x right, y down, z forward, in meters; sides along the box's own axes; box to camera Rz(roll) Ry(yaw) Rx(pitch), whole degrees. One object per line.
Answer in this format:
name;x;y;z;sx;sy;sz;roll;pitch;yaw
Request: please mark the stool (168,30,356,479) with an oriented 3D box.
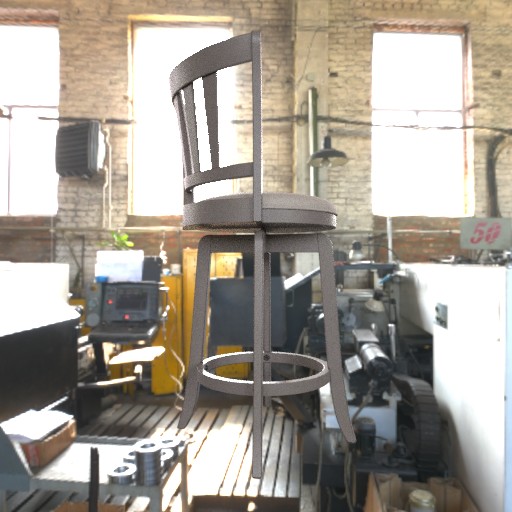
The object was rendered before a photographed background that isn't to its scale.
stool;0.000;0.000;1.259;0.475;1.023;0.436;0;-1;-37
